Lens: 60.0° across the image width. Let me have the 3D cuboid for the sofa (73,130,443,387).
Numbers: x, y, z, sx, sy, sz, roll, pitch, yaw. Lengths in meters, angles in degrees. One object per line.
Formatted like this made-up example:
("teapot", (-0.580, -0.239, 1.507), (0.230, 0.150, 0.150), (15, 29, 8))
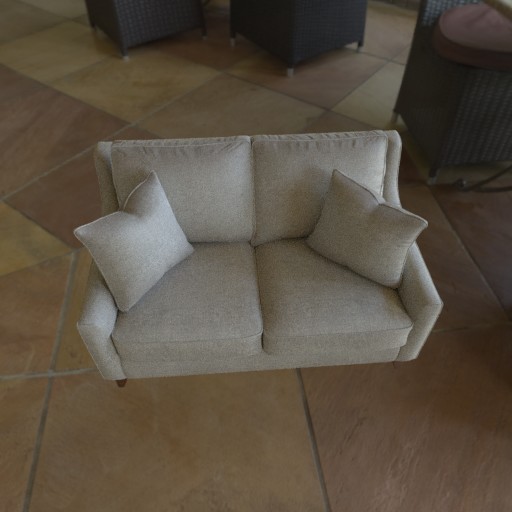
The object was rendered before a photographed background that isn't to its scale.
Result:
("sofa", (0.000, 0.000, 2.011), (1.422, 0.863, 0.915), (-3, 47, -3))
